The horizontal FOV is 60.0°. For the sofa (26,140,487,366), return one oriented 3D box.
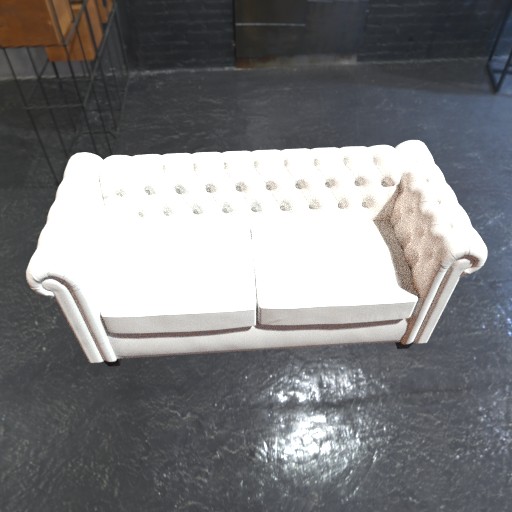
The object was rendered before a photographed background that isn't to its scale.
[{"bbox_3d":[0.000,0.000,2.186,1.798,0.796,0.771,-3,47,-3],"label":"sofa"}]
